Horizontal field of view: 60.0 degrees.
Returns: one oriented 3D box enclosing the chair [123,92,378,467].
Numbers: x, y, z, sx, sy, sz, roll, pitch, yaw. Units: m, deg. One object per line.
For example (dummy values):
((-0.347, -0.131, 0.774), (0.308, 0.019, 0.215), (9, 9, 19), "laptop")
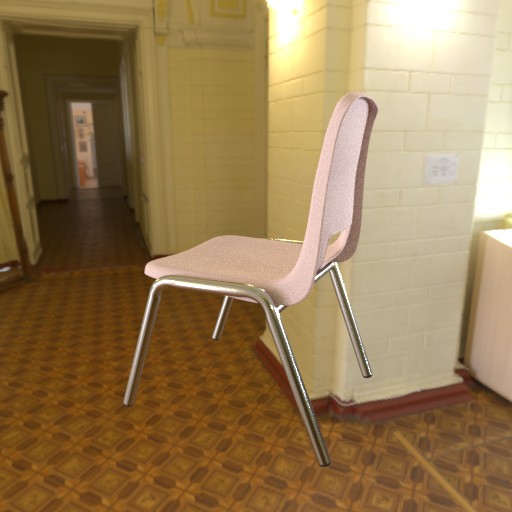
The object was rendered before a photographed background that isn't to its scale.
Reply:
((0.000, 0.000, 0.868), (0.423, 0.586, 0.354), (7, 17, 26), "chair")
